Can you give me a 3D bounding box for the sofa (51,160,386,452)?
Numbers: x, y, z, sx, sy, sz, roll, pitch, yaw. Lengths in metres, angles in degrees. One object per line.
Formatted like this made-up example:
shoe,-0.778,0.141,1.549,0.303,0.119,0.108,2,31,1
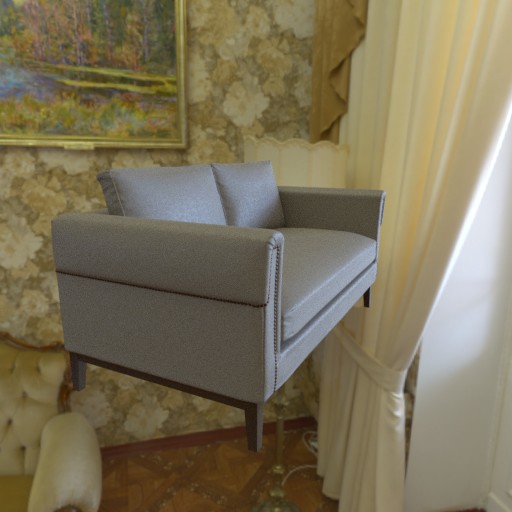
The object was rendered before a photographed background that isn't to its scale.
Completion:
sofa,0.000,0.000,2.144,0.899,0.873,1.598,7,15,27
